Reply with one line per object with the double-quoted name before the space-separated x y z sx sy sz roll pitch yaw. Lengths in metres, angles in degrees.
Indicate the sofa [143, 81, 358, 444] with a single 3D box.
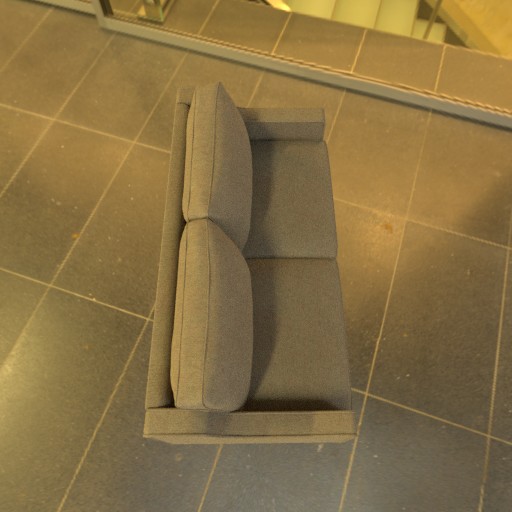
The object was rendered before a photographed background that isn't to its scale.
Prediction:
"sofa" 0.000 0.000 2.825 1.073 1.074 2.181 -1 64 0
